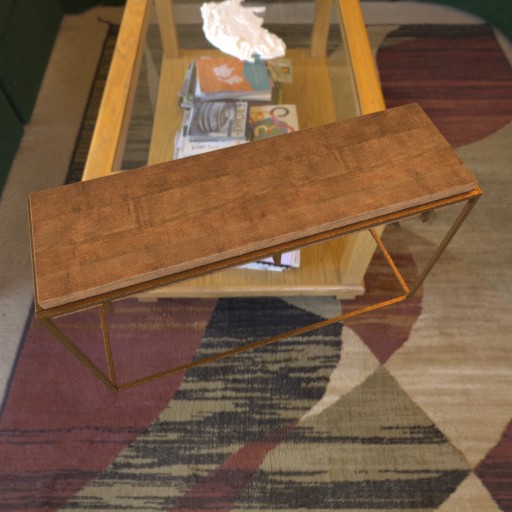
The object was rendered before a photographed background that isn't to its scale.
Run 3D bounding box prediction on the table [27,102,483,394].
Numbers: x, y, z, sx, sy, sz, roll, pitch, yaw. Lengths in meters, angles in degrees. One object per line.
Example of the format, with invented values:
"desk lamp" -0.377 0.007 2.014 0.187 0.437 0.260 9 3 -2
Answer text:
"table" 0.000 0.000 1.742 1.400 0.820 0.440 -16 60 -9
